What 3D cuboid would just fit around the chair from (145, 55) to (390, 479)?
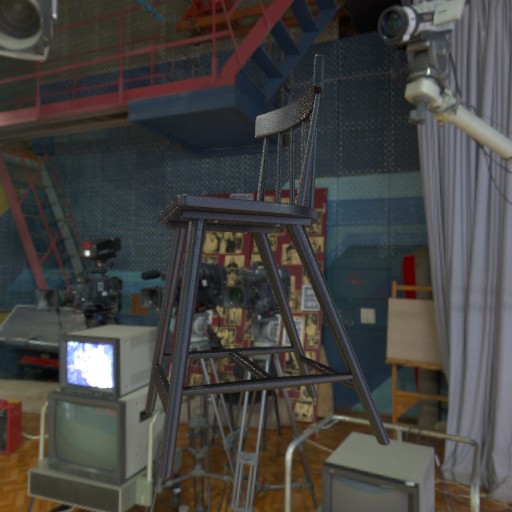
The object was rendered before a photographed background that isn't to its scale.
[{"bbox_3d":[0.000,0.000,1.240,0.572,0.952,0.483,0,-1,-18],"label":"chair"}]
